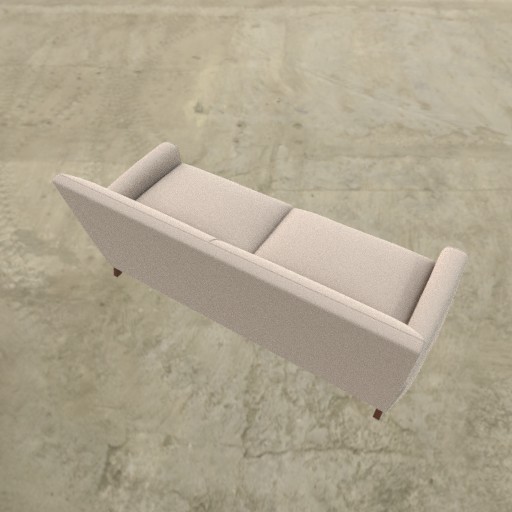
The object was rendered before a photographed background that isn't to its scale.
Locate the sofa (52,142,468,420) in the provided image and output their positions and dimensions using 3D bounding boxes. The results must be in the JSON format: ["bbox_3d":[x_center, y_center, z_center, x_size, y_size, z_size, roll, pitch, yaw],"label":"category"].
[{"bbox_3d":[0.000,0.000,2.439,2.000,0.846,0.875,24,50,22],"label":"sofa"}]
